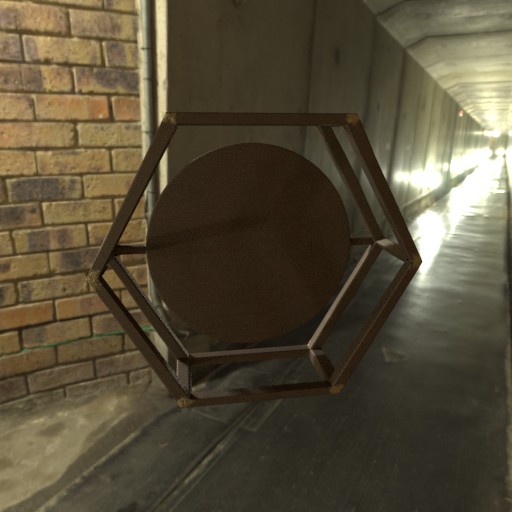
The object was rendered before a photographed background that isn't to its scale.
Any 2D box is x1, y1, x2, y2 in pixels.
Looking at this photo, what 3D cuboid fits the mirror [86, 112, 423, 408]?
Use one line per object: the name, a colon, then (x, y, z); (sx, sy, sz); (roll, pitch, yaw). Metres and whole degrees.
mirror: (0.000, 0.000, 0.550); (0.380, 0.334, 0.119); (-2, 16, -9)
